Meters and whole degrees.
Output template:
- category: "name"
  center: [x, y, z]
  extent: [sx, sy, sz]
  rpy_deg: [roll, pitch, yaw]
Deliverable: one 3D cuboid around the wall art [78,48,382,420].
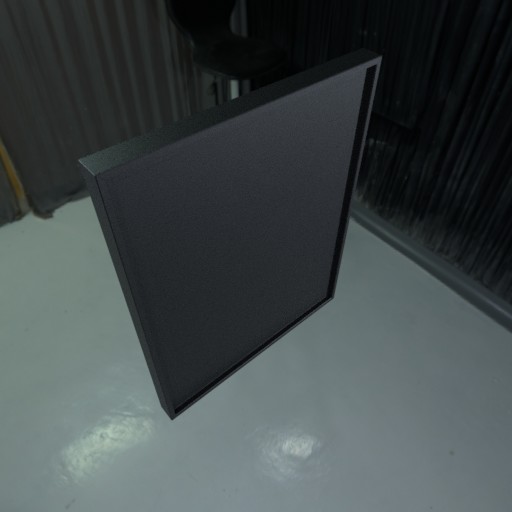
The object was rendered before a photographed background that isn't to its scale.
- category: "wall art"
  center: [0.000, 0.000, 0.744]
  extent: [0.449, 0.555, 0.039]
  rpy_deg: [-32, 54, -27]
